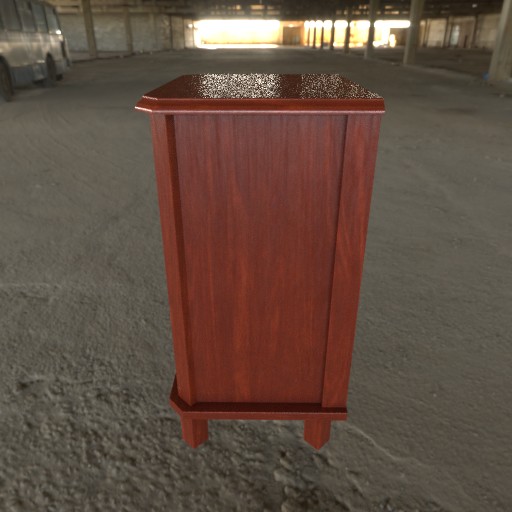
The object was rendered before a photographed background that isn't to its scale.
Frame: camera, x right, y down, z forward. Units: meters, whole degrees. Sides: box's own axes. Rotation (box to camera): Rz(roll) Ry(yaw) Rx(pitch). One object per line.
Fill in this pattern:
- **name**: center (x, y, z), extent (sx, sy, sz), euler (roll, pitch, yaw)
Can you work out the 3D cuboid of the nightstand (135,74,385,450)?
- **nightstand**: center (0.000, 0.000, 0.934), extent (0.351, 0.681, 0.435), euler (0, 26, 1)
